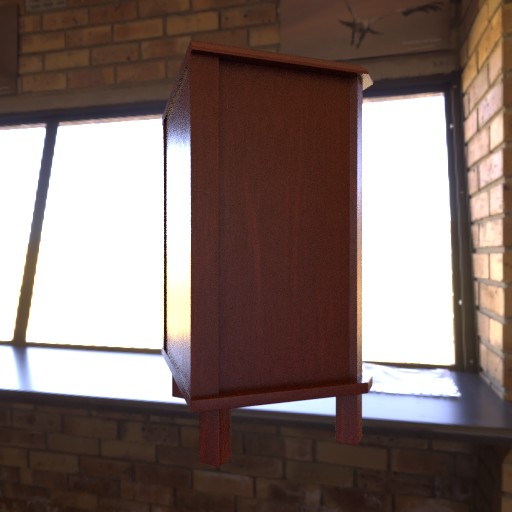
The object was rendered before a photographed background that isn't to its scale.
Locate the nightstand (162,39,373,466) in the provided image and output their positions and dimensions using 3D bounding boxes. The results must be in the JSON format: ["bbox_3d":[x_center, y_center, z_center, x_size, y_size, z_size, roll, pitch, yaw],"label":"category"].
[{"bbox_3d":[0.000,0.000,0.946,0.351,0.681,0.435,0,0,-18],"label":"nightstand"}]
